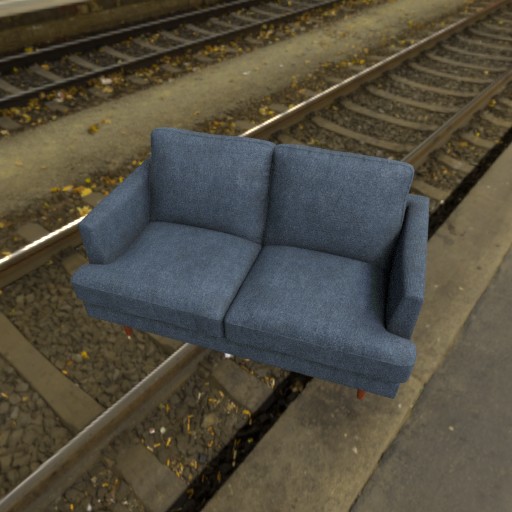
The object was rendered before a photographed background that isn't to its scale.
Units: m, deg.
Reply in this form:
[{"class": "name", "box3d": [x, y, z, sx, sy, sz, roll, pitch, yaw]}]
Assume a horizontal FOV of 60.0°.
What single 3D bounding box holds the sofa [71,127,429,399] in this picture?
[{"class": "sofa", "box3d": [0.000, 0.000, 2.210, 1.582, 0.944, 0.903, 12, 42, 14]}]
